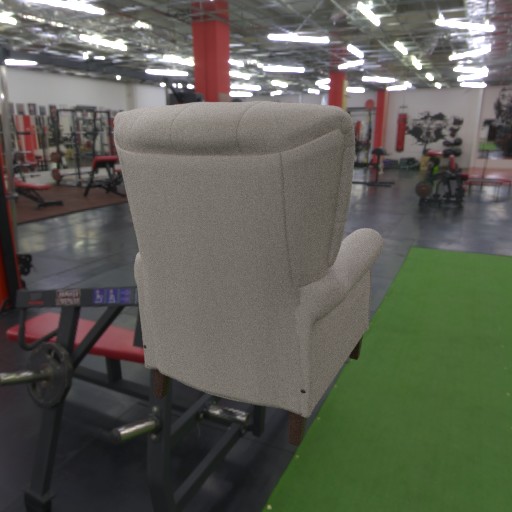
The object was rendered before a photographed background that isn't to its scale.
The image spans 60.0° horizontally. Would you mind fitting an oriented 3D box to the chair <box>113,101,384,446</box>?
[{"bbox_3d":[0.000,0.000,1.891,0.942,1.209,1.025,8,18,27],"label":"chair"}]
